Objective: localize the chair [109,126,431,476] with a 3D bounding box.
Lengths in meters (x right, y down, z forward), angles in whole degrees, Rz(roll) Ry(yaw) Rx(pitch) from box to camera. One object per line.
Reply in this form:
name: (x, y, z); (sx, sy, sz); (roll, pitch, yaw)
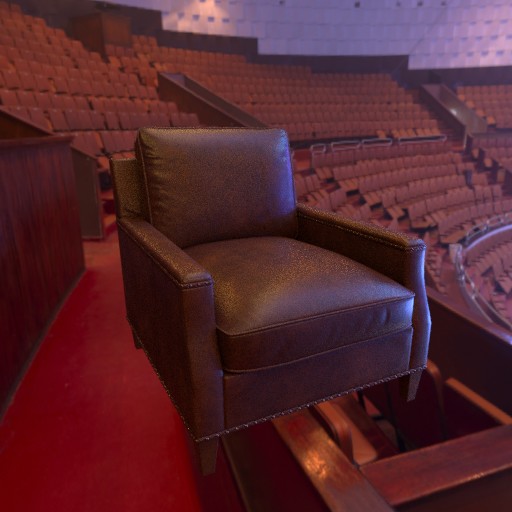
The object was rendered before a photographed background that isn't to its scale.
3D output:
chair: (0.000, 0.000, 1.661); (0.853, 0.929, 1.014); (-8, 18, -26)
